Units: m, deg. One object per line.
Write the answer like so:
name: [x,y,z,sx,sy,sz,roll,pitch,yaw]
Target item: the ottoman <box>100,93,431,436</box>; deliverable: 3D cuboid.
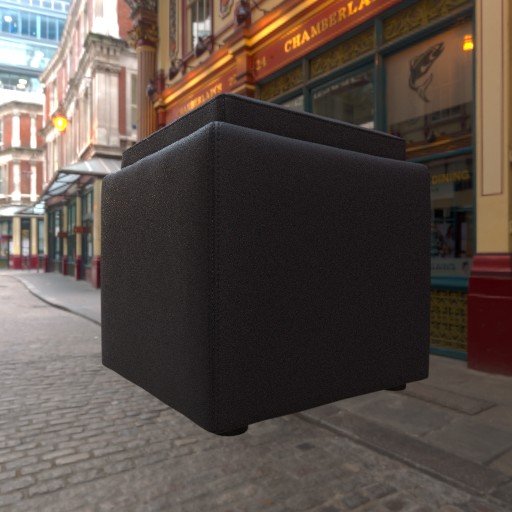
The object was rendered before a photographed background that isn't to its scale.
ottoman: [0.000,0.000,0.818,0.450,0.460,0.451,0,-1,-36]
